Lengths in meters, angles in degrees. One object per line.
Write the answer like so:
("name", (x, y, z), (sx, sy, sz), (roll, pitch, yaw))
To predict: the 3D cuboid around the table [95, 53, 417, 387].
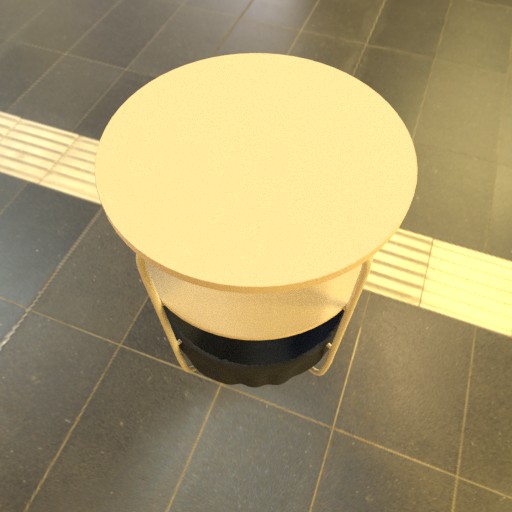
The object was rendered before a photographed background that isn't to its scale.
("table", (0.000, 0.000, 0.809), (0.418, 0.532, 0.418), (1, 57, 1))
